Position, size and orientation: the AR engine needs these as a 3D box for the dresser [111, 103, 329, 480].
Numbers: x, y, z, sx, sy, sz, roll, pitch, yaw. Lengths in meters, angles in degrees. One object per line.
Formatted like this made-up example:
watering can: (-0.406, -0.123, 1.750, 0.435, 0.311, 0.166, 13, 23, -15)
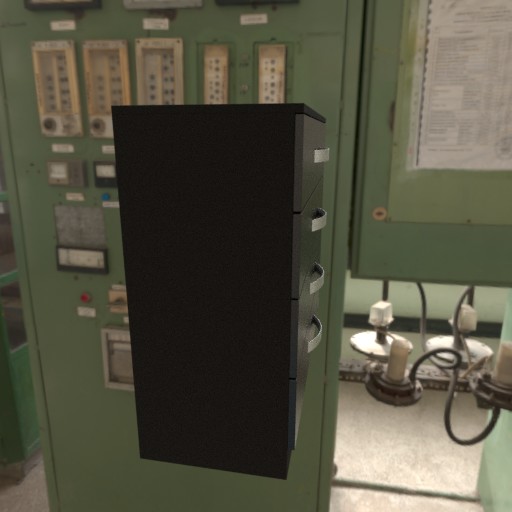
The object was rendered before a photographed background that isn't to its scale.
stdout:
dresser: (0.000, 0.000, 1.178, 0.360, 0.720, 0.750, 3, 16, 11)
